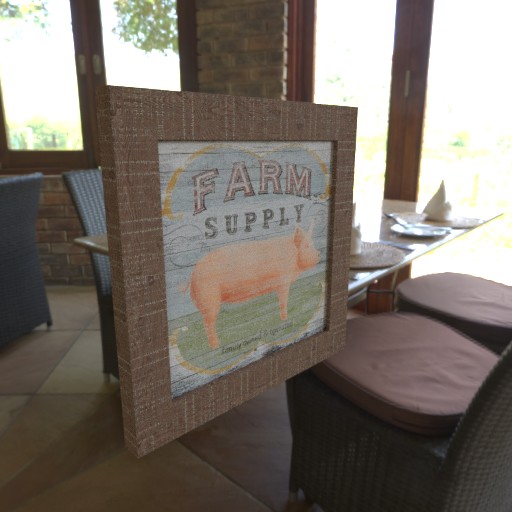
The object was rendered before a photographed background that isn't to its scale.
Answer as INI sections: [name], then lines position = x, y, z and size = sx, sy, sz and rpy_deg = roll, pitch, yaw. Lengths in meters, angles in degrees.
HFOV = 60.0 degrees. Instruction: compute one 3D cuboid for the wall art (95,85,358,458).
[wall art]
position = 0.000, 0.000, 0.794
size = 0.531, 0.531, 0.040
rpy_deg = -13, 20, -42
